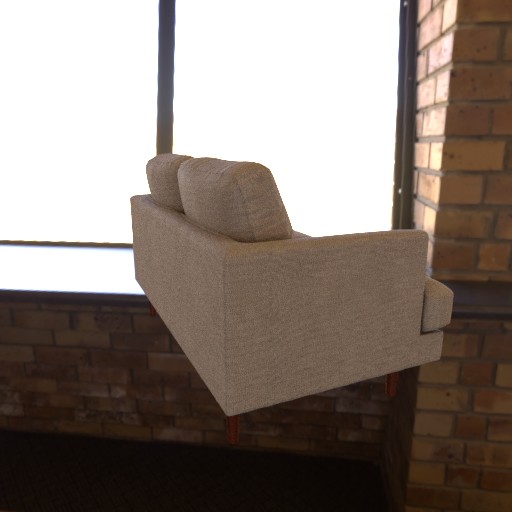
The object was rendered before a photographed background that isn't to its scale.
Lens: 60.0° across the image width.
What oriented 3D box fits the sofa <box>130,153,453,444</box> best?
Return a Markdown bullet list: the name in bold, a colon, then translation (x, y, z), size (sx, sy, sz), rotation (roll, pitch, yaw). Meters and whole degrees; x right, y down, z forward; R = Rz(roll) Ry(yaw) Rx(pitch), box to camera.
- **sofa**: translation (0.000, 0.000, 2.117), size (0.903, 0.944, 1.582), rotation (-7, 16, -24)
